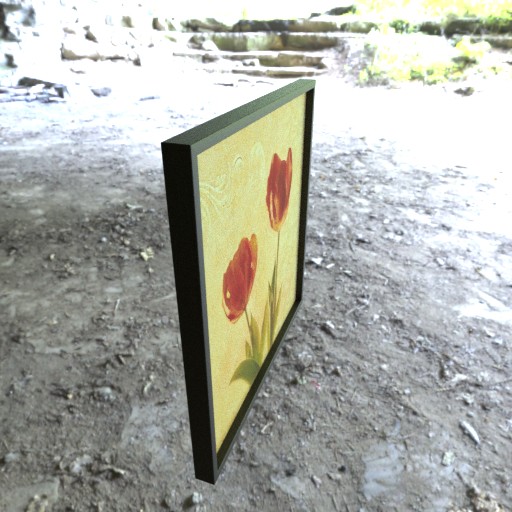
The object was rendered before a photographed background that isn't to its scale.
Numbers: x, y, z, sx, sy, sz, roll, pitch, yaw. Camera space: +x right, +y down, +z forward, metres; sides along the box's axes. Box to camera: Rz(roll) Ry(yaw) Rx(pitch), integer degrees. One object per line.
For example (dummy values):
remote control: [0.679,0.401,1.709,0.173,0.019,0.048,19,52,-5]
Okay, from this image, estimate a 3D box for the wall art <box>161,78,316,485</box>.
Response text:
wall art: [0.000,0.000,0.519,0.038,0.349,0.349,10,30,18]
